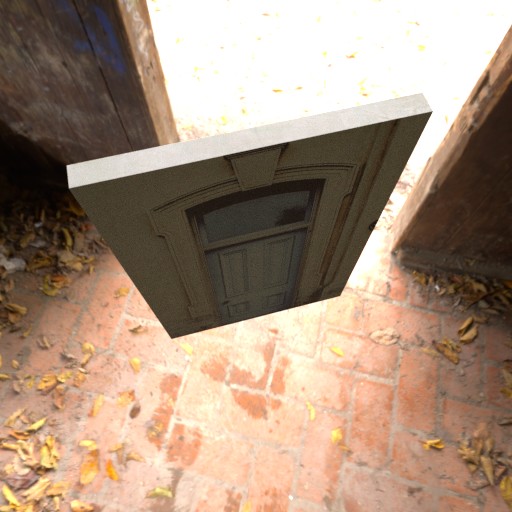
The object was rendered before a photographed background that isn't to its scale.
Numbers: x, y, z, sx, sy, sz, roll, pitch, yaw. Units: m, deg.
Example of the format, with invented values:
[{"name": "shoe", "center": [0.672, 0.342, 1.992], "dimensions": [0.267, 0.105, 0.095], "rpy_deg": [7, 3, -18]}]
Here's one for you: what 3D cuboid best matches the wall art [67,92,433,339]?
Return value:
[{"name": "wall art", "center": [0.000, 0.000, 0.951], "dimensions": [0.508, 0.764, 0.038], "rpy_deg": [-13, 66, -6]}]
